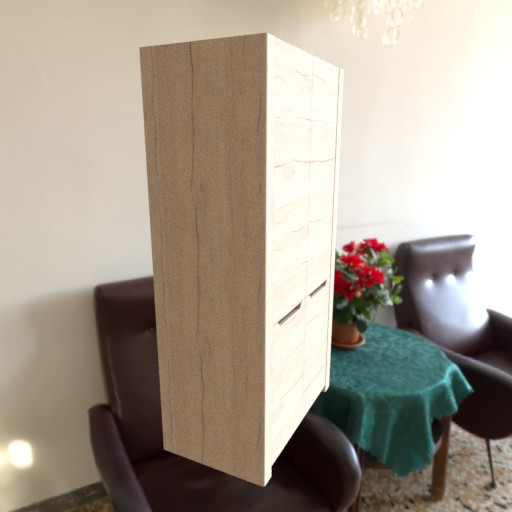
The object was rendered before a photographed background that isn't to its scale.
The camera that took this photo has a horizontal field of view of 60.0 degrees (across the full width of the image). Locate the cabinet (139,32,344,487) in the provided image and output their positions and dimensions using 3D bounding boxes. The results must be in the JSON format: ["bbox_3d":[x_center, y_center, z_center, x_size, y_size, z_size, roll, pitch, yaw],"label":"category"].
[{"bbox_3d":[0.000,0.000,2.358,0.580,1.930,0.980,7,16,26],"label":"cabinet"}]
